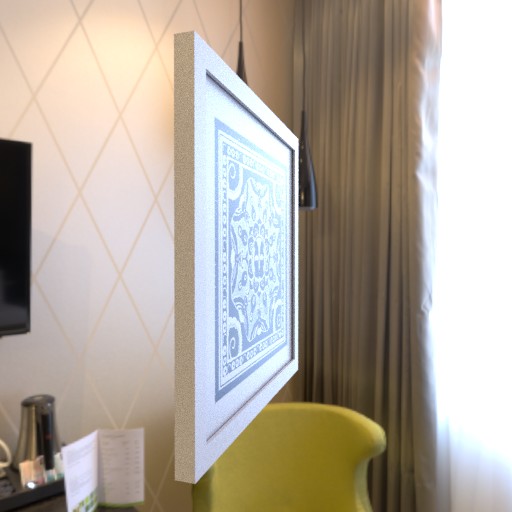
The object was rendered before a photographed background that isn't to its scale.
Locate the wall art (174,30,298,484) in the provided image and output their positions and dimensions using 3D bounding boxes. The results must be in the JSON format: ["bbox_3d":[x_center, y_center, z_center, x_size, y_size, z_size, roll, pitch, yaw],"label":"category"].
[{"bbox_3d":[0.000,0.000,0.816,0.028,0.559,0.559,0,1,19],"label":"wall art"}]
